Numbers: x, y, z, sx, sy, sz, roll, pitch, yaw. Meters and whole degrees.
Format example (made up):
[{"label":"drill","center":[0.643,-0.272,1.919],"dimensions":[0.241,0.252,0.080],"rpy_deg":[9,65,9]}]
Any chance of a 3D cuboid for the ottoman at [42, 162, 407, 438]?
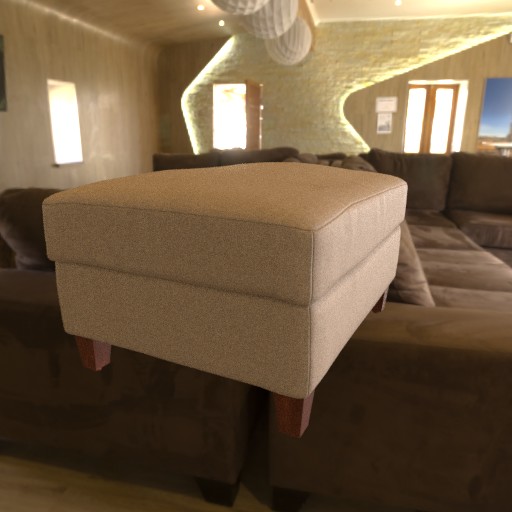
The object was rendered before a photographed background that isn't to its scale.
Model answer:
[{"label":"ottoman","center":[0.000,0.000,1.285],"dimensions":[0.692,0.511,0.902],"rpy_deg":[8,17,27]}]
